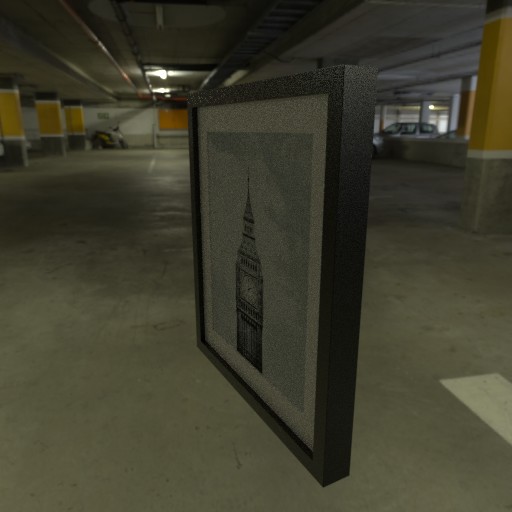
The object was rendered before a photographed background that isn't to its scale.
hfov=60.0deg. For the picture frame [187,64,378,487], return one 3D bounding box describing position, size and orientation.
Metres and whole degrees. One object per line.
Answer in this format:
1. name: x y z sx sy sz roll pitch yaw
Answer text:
1. picture frame: 0.000 0.000 0.521 0.034 0.378 0.328 -9 18 -28
